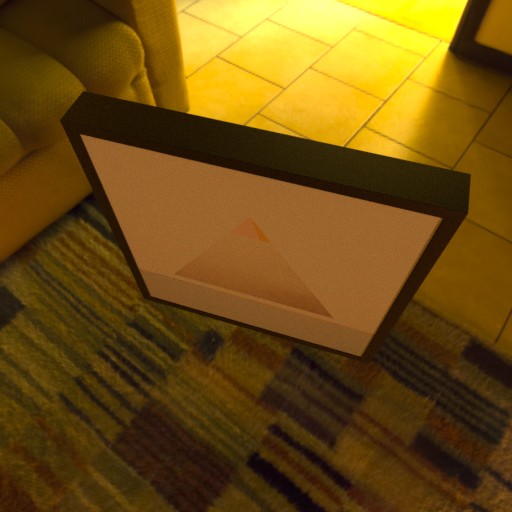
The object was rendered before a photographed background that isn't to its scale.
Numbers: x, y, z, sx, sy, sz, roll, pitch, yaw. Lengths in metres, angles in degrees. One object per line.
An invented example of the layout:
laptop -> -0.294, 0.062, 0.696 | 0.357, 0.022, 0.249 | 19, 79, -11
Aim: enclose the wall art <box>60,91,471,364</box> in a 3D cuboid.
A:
wall art -> 0.000, 0.000, 0.453 | 0.304, 0.303, 0.037 | 15, 59, 9
